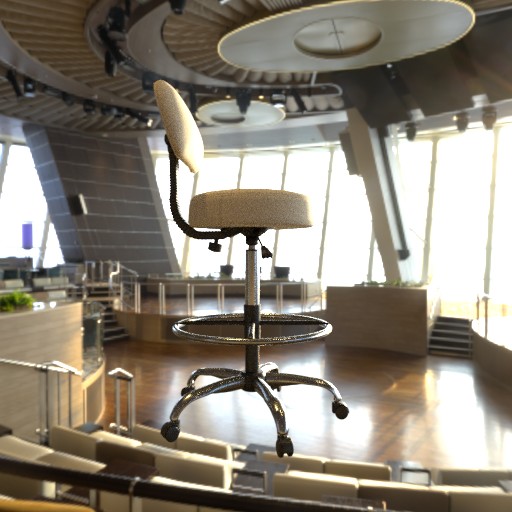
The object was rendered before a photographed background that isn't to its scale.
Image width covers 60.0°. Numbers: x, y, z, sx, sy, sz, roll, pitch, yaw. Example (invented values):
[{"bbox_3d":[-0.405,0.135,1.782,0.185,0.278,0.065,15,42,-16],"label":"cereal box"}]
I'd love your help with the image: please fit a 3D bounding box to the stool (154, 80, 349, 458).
[{"bbox_3d":[0.000,0.000,1.472,0.616,1.080,0.609,0,1,0],"label":"stool"}]
